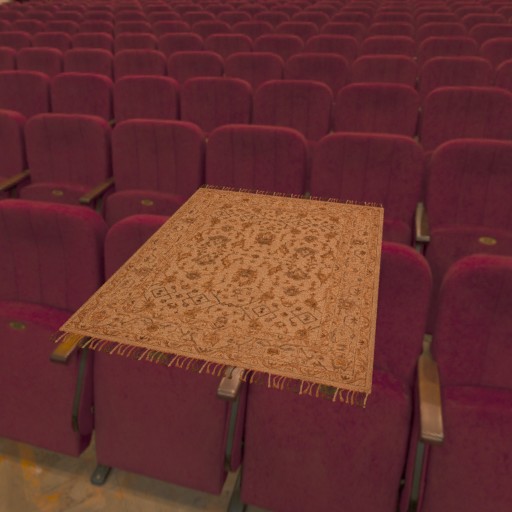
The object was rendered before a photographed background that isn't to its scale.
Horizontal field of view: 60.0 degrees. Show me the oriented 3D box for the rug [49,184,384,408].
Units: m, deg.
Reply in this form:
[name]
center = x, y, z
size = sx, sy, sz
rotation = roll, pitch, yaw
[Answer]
[rug]
center = 0.000, 0.000, 2.359
size = 1.278, 0.009, 1.726
rotation = 8, 32, 13
